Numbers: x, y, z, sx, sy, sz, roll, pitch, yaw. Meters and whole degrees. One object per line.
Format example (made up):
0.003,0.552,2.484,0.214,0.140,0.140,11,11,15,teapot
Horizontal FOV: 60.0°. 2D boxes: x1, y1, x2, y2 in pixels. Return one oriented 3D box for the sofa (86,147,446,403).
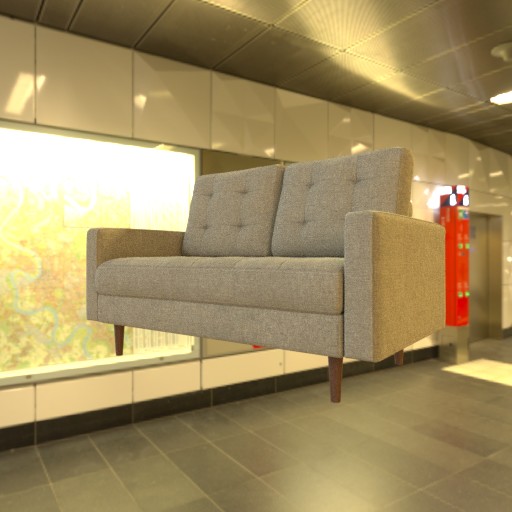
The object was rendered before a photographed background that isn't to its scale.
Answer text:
0.000,0.000,1.953,1.407,0.907,0.842,0,0,36,sofa
